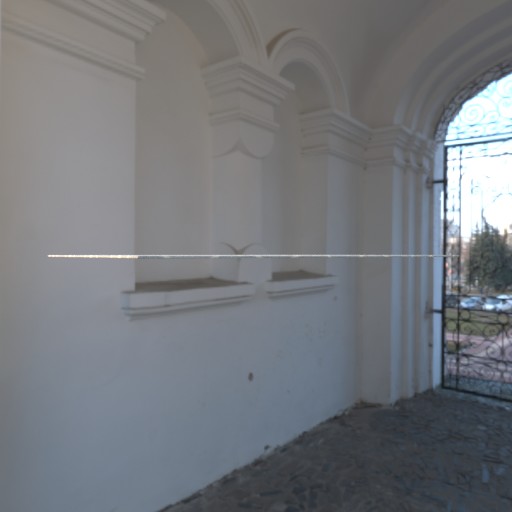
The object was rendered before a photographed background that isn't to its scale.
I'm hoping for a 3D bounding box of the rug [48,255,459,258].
[{"bbox_3d":[0.000,0.000,2.726,2.080,0.010,1.451,0,0,-36],"label":"rug"}]
